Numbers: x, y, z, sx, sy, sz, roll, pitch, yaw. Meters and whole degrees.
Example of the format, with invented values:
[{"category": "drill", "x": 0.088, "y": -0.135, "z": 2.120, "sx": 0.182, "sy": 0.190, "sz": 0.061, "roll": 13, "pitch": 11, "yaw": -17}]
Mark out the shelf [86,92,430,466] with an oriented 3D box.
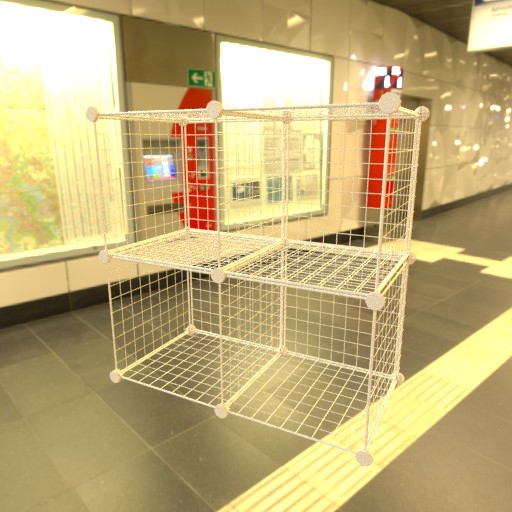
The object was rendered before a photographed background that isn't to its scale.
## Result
[{"category": "shelf", "x": 0.000, "y": 0.000, "z": 1.110, "sx": 0.711, "sy": 0.711, "sz": 0.356, "roll": 8, "pitch": 16, "yaw": 27}]
